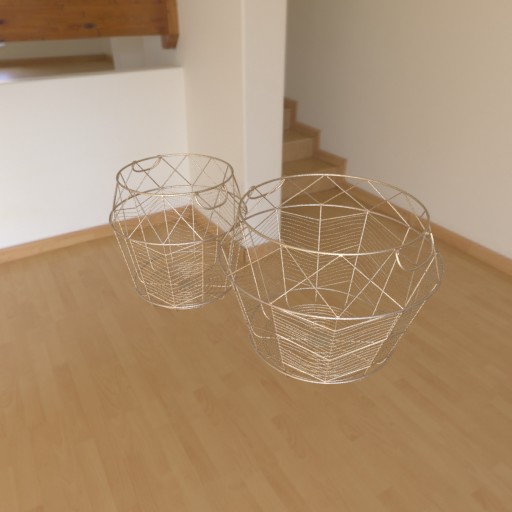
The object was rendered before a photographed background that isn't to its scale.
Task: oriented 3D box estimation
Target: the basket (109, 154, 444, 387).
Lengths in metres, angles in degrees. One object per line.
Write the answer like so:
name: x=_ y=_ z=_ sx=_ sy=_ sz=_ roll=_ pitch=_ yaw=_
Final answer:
basket: x=0.000 y=0.000 z=1.035 sx=0.805 sy=0.343 sz=0.451 roll=19 pitch=36 yaw=28
